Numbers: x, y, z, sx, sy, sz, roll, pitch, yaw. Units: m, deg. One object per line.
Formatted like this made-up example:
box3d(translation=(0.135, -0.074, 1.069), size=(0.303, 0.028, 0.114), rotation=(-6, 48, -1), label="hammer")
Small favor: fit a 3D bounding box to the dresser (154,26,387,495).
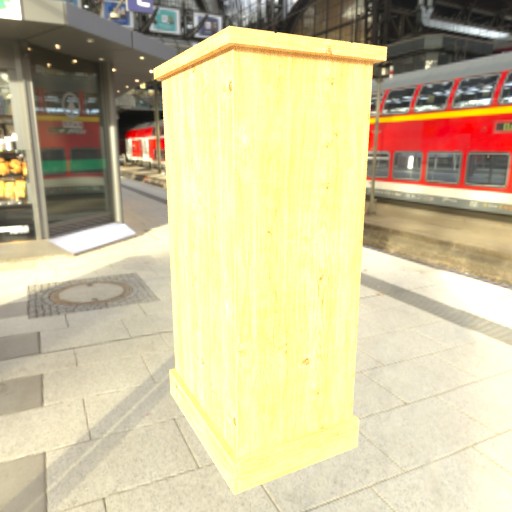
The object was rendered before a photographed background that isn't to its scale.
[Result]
box3d(translation=(0.000, 0.000, 1.264), size=(0.390, 1.041, 0.531), rotation=(-7, 16, -27), label="dresser")
